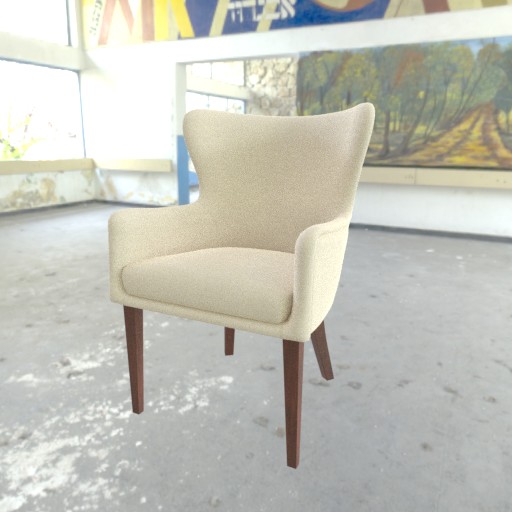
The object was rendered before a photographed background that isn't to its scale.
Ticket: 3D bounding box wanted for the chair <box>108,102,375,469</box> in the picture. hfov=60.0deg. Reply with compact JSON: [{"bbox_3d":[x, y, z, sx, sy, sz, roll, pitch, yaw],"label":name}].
[{"bbox_3d":[0.000,0.000,1.509,0.696,0.990,0.744,7,16,26],"label":"chair"}]
